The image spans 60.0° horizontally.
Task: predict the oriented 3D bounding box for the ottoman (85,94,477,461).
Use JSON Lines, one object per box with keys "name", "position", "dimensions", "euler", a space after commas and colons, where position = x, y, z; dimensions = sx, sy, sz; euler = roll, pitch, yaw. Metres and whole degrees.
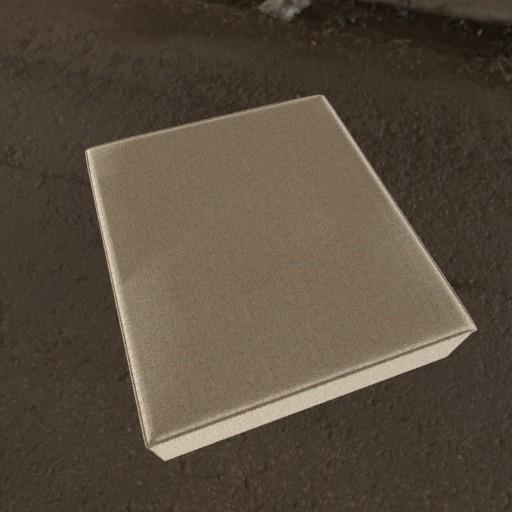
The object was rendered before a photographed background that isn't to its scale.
{"name": "ottoman", "position": [0.000, 0.000, 1.222], "dimensions": [0.736, 0.303, 0.835], "euler": [-17, 60, -10]}
